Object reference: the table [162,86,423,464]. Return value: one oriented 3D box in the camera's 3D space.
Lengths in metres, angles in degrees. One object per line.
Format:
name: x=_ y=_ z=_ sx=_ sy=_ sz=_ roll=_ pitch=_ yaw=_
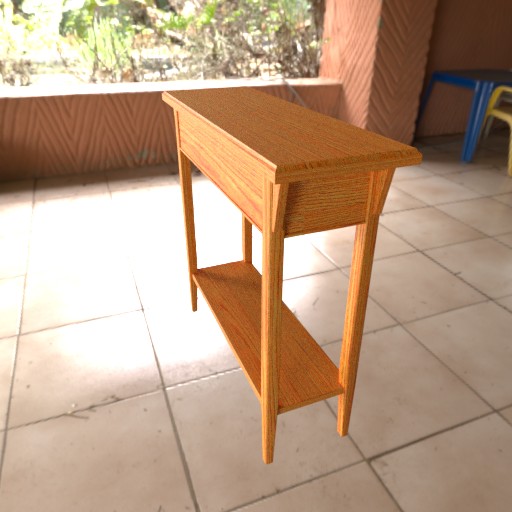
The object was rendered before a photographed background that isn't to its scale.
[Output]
table: x=0.000 y=0.000 z=1.130 sx=0.254 sy=0.711 sz=0.762 roll=-11 pitch=30 yaw=-19
